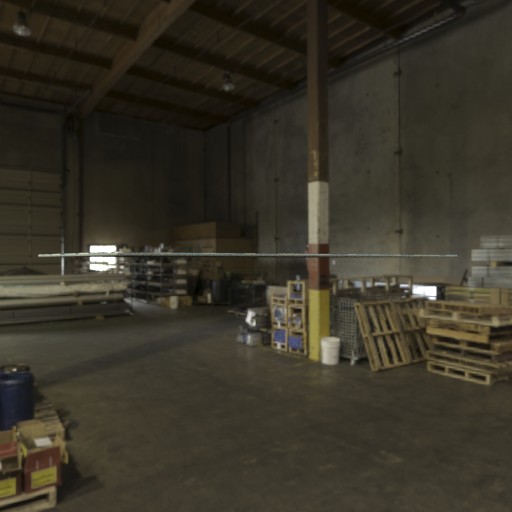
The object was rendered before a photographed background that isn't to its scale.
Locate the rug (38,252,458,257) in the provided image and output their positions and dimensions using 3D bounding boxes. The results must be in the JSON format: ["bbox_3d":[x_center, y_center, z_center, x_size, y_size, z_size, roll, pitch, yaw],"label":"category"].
[{"bbox_3d":[0.000,0.000,3.027,2.438,0.015,1.518,0,0,-36],"label":"rug"}]
